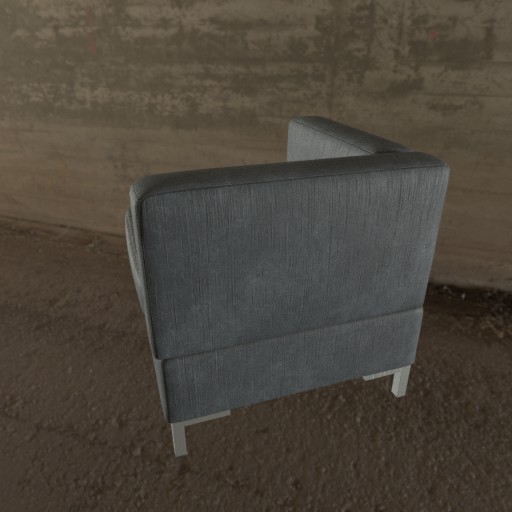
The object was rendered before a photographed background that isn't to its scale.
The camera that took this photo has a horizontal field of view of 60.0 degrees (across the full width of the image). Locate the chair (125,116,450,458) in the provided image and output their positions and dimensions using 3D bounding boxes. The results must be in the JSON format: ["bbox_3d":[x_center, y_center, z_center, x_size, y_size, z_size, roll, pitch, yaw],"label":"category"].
[{"bbox_3d":[0.000,0.000,1.247,0.680,0.660,0.680,-8,28,-17],"label":"chair"}]
